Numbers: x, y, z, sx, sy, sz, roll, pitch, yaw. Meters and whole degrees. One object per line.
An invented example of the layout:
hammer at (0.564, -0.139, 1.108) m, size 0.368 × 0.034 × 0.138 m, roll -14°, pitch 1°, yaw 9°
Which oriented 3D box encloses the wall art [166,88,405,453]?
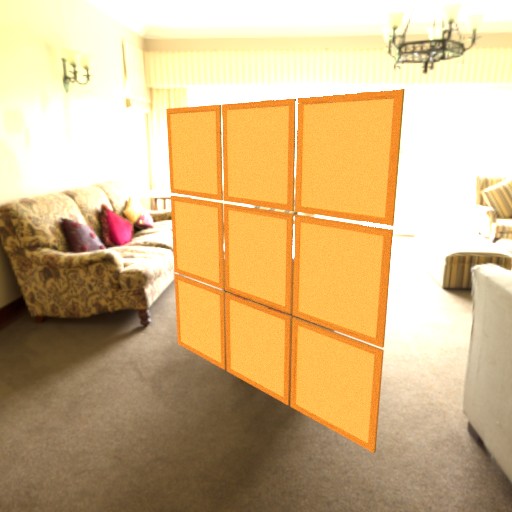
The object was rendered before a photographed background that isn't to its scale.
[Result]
wall art at (0.000, 0.000, 2.303) m, size 0.013 × 1.523 × 1.517 m, roll -14°, pitch 20°, yaw -42°
